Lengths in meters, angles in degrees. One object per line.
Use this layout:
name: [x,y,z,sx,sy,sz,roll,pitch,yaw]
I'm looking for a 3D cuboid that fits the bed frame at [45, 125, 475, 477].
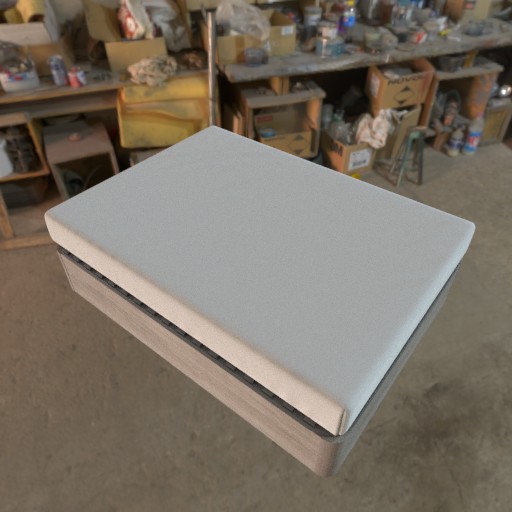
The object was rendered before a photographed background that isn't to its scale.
bed frame: [0.000,0.000,2.540,1.900,0.561,1.400,28,49,28]
